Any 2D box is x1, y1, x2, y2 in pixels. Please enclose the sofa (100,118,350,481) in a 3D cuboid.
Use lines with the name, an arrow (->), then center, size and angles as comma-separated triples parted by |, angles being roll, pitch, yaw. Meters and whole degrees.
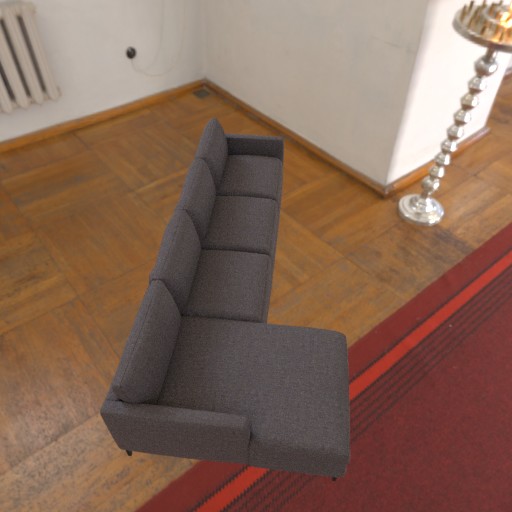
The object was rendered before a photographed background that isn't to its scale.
sofa -> 0.000, 0.000, 3.168 | 1.258, 0.754, 2.731 | 4, 45, 4
